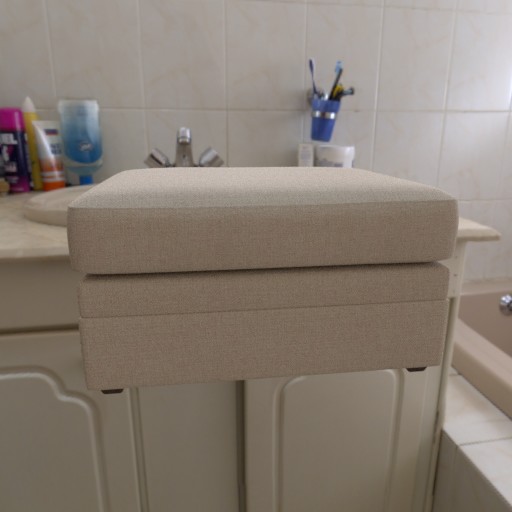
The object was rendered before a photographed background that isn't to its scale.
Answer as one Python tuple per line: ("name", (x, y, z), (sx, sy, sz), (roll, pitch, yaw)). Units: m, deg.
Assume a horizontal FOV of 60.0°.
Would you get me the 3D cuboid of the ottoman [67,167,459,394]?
("ottoman", (0.000, 0.000, 1.266), (0.885, 0.478, 0.637), (-2, 16, -7))
